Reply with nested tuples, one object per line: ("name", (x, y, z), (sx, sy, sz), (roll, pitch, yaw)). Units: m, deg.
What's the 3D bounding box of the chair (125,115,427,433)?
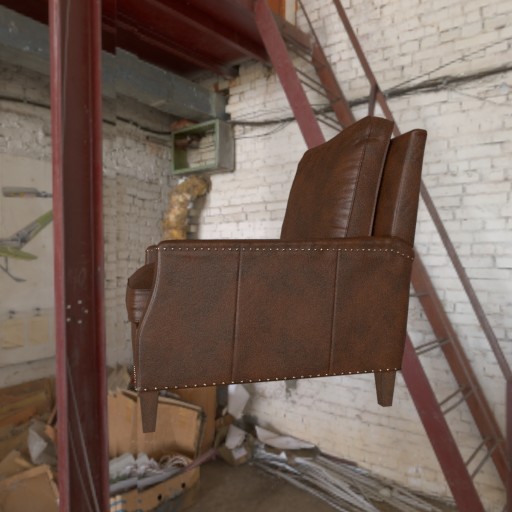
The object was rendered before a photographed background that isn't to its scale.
("chair", (0.000, 0.000, 1.832), (1.035, 1.054, 0.854), (0, 0, -16))
